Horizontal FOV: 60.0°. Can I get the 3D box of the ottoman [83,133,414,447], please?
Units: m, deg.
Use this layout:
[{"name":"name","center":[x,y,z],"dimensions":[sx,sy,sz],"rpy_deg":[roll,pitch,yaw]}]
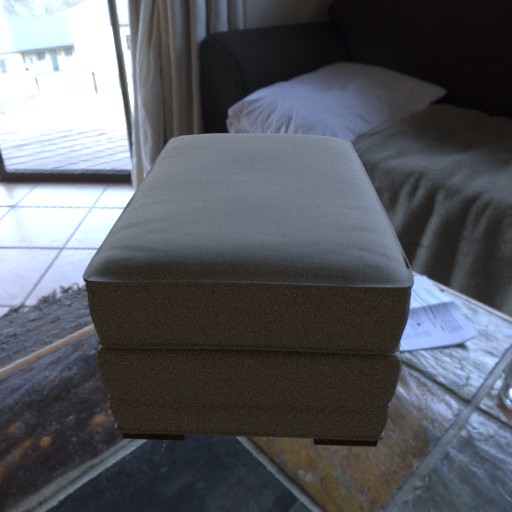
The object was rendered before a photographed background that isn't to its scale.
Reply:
[{"name":"ottoman","center":[0.000,0.000,1.196],"dimensions":[0.611,0.482,0.848],"rpy_deg":[1,32,2]}]
